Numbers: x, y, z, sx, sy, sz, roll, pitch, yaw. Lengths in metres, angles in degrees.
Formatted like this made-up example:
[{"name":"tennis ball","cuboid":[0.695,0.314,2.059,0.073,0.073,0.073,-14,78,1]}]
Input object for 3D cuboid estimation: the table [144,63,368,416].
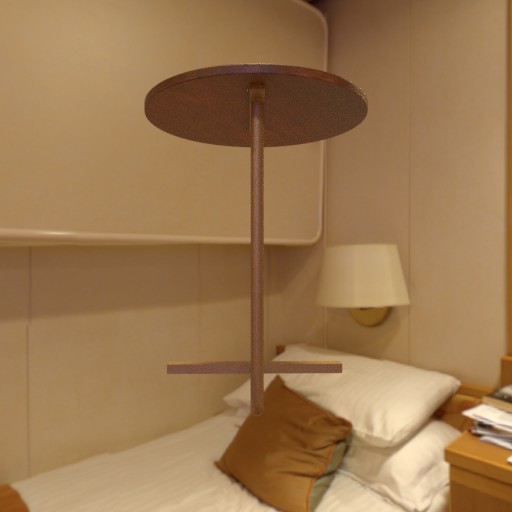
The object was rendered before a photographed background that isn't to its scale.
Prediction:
[{"name":"table","cuboid":[0.000,0.000,1.097,0.530,0.706,0.577,0,1,-1]}]
